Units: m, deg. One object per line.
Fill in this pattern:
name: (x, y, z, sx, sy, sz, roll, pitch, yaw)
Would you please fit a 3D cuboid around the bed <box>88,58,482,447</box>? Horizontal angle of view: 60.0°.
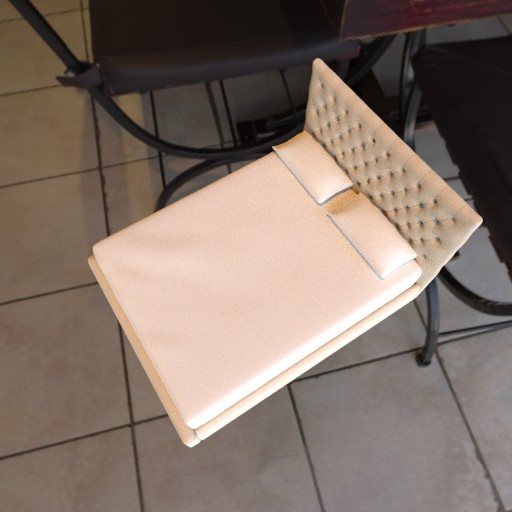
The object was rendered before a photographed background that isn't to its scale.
bed: (0.000, 0.000, 3.343, 2.233, 1.426, 1.696, -30, 67, -14)
